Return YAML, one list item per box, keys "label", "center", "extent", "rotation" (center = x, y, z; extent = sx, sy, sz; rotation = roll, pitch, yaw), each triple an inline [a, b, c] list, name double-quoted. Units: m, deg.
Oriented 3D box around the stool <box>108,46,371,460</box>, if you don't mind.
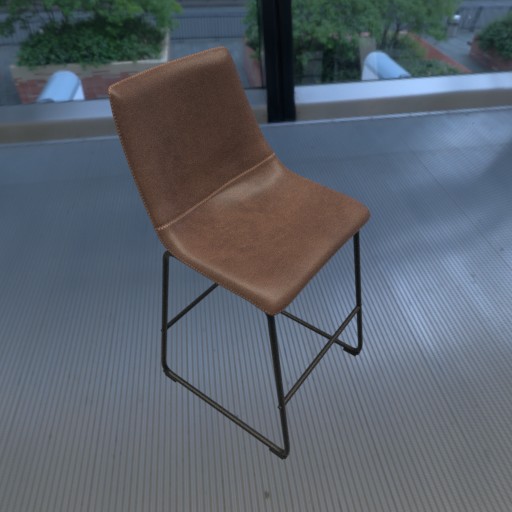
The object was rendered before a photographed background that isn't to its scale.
- label: "stool"
  center: [0.000, 0.000, 1.182]
  extent: [0.550, 0.890, 0.460]
  rotation: [26, 47, 27]
